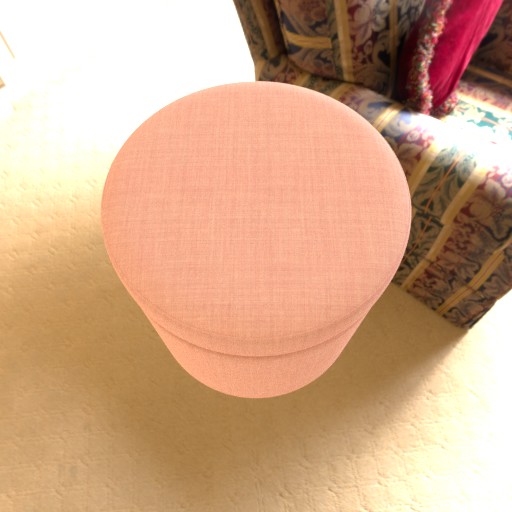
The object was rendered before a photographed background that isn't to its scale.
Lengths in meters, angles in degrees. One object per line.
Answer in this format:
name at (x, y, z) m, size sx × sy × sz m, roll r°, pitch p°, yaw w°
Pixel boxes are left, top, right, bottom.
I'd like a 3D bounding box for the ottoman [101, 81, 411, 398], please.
ottoman at (0.000, 0.000, 0.733) m, size 0.400 × 0.406 × 0.400 m, roll 0°, pitch 63°, yaw 0°
